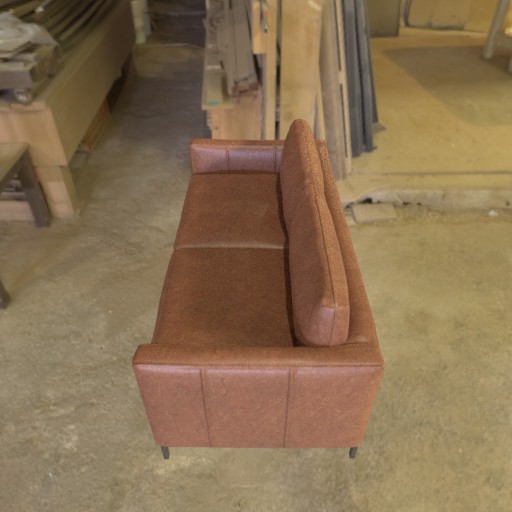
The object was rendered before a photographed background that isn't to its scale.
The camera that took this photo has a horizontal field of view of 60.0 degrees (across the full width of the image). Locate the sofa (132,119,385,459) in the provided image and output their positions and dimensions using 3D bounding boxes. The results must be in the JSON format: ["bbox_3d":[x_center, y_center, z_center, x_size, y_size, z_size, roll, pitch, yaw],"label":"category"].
[{"bbox_3d":[0.000,0.000,2.304,0.899,0.883,1.797,0,40,0],"label":"sofa"}]
